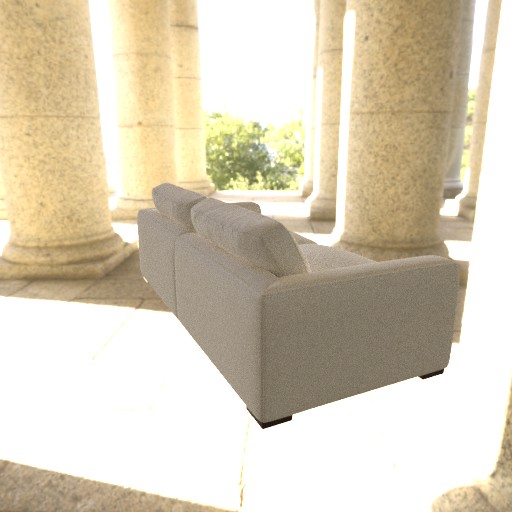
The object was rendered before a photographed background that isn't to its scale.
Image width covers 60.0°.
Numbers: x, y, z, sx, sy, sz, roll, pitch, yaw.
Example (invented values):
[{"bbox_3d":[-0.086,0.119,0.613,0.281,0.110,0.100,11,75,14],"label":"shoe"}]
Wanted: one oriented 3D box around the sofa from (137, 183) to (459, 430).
[{"bbox_3d":[0.000,0.000,2.825,1.070,0.801,2.262,-7,16,-25],"label":"sofa"}]
